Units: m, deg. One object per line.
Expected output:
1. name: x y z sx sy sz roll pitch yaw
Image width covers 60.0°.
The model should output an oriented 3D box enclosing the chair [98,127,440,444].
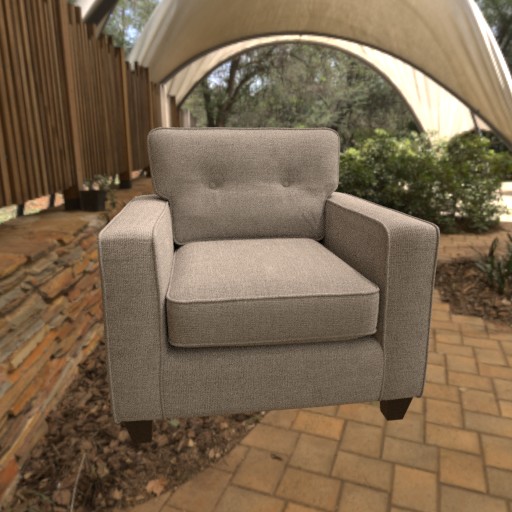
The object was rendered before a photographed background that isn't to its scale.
1. chair: 0.000 0.000 1.703 1.015 0.965 0.939 -2 15 -8
